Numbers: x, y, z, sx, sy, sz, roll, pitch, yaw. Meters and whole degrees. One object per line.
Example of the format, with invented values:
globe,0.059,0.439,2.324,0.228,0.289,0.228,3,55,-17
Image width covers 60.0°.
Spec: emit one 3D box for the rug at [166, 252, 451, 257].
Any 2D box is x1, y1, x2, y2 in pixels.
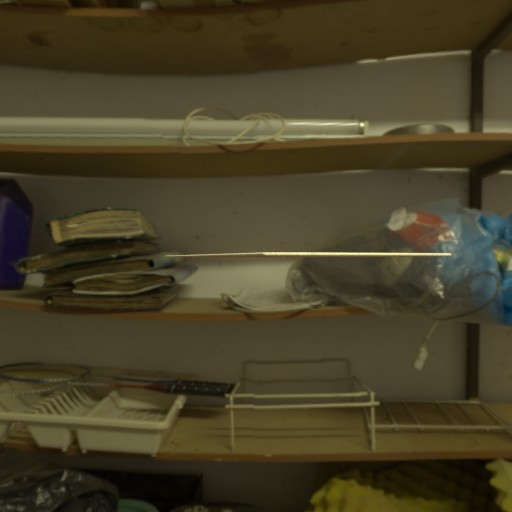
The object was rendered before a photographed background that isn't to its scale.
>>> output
rug,0.000,0.000,2.745,0.793,0.014,2.450,0,0,-19
